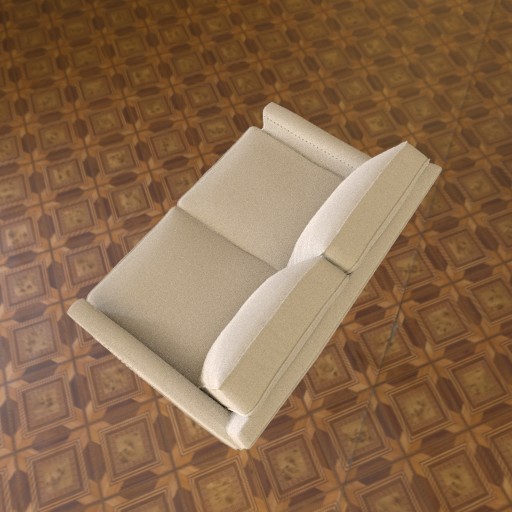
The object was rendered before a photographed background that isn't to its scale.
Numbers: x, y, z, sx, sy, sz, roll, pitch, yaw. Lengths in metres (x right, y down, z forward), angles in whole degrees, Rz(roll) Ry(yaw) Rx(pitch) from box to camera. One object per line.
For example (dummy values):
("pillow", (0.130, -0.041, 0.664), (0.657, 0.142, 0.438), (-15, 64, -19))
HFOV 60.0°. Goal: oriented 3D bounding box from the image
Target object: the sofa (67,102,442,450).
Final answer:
("sofa", (0.000, 0.000, 2.253), (1.084, 1.003, 1.597), (34, 69, 15))
